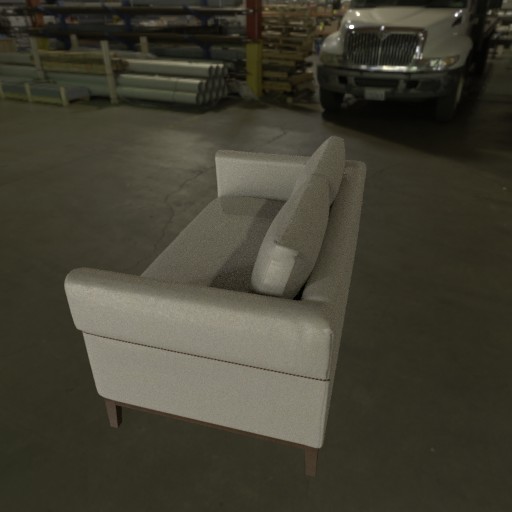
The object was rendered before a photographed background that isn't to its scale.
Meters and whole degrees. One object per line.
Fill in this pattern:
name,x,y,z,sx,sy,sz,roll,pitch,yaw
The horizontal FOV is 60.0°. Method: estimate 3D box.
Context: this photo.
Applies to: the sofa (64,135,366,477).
sofa,0.000,0.000,2.125,0.899,0.873,1.598,8,30,13
